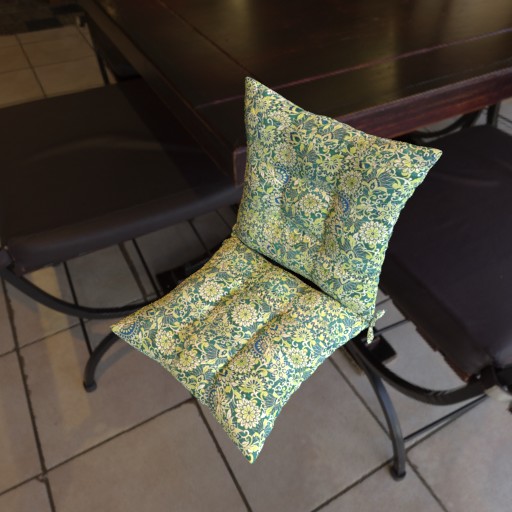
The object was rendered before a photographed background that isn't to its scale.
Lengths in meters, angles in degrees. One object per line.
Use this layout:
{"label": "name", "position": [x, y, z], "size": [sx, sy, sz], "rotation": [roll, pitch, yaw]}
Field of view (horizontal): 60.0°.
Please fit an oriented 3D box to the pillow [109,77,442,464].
{"label": "pillow", "position": [0.000, 0.000, 1.018], "size": [0.541, 0.536, 0.585], "rotation": [33, 54, 28]}
